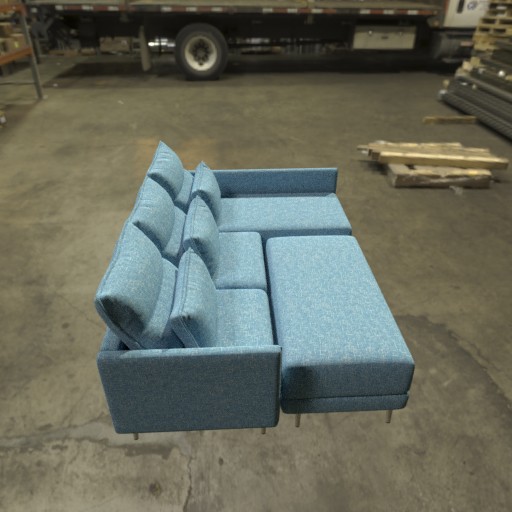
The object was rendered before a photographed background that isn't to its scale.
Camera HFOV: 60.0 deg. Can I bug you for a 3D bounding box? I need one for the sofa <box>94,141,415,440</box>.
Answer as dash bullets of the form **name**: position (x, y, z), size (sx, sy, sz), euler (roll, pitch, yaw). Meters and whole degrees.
- **sofa**: position (0.000, 0.000, 2.773), size (1.420, 0.899, 2.034), euler (-2, 33, -2)
